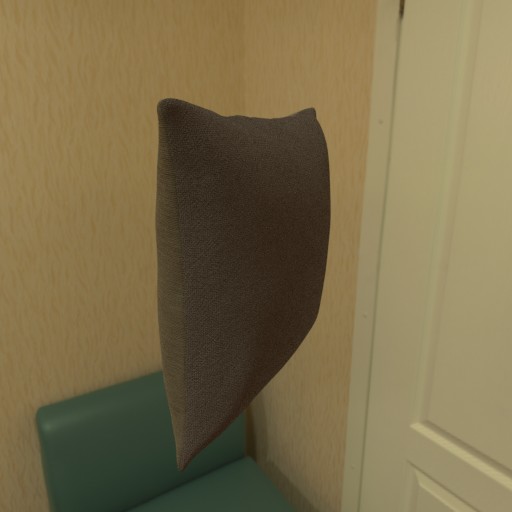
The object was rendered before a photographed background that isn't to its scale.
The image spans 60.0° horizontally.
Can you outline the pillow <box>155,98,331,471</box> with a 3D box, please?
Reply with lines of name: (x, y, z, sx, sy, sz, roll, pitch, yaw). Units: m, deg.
pillow: (0.000, 0.000, 0.673, 0.204, 0.439, 0.452, 8, 19, 24)
